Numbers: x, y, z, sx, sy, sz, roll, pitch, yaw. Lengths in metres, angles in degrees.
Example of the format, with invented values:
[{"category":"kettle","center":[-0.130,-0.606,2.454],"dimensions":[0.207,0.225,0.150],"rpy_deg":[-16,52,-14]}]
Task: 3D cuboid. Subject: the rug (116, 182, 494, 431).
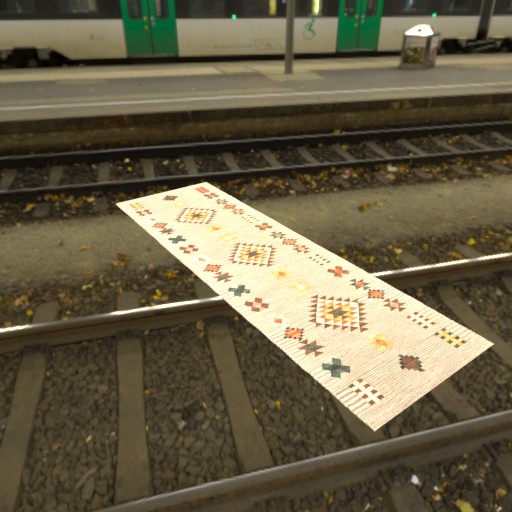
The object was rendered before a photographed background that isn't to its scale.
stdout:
[{"category":"rug","center":[0.000,0.000,2.565],"dimensions":[0.766,0.008,2.432],"rpy_deg":[-20,35,-31]}]
